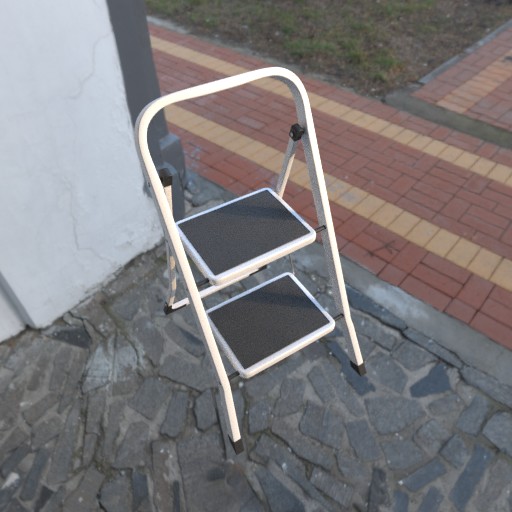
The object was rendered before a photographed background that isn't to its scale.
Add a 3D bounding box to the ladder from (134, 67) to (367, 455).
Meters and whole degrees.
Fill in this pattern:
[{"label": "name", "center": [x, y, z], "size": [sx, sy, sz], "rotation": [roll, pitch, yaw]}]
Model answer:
[{"label": "ladder", "center": [0.000, 0.000, 1.135], "size": [0.460, 0.810, 0.544], "rotation": [-24, 51, -21]}]
